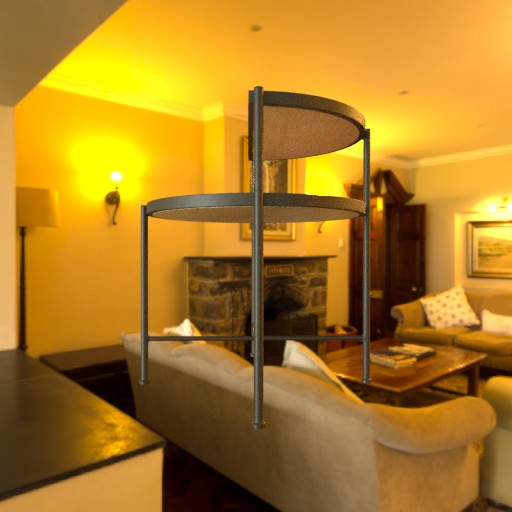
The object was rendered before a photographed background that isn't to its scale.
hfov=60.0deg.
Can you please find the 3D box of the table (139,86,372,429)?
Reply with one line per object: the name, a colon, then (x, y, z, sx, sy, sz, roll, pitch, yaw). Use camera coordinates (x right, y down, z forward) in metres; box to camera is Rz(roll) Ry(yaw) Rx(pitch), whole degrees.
table: (0.000, 0.000, 1.195, 0.628, 0.684, 0.629, 0, 1, -1)
